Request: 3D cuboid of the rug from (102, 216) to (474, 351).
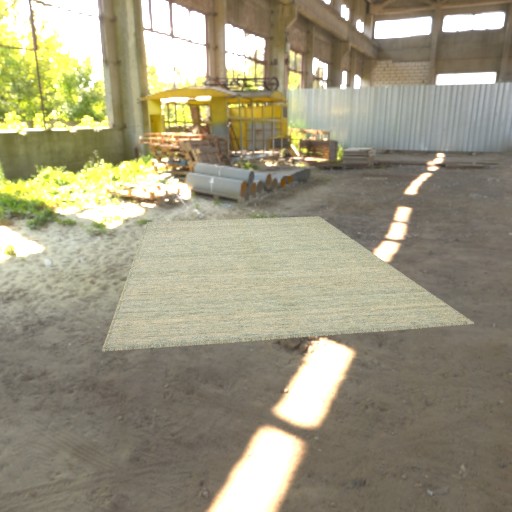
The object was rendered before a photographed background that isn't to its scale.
[{"bbox_3d":[0.000,0.000,2.323,1.250,0.015,1.850,-3,17,-9],"label":"rug"}]
